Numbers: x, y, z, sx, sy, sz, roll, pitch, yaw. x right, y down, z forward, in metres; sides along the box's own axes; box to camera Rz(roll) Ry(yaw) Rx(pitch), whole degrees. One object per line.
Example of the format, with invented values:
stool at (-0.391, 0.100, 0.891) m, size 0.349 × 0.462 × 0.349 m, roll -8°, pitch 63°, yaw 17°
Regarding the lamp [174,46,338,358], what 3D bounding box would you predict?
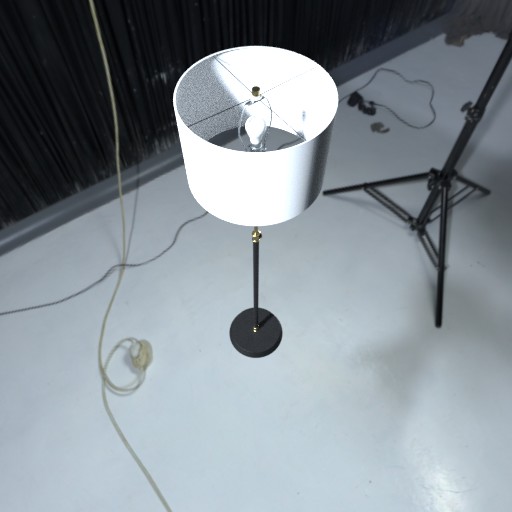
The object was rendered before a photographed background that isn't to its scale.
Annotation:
lamp at (0.000, 0.000, 1.717) m, size 0.404 × 1.517 × 0.404 m, roll -31°, pitch 63°, yaw -18°
